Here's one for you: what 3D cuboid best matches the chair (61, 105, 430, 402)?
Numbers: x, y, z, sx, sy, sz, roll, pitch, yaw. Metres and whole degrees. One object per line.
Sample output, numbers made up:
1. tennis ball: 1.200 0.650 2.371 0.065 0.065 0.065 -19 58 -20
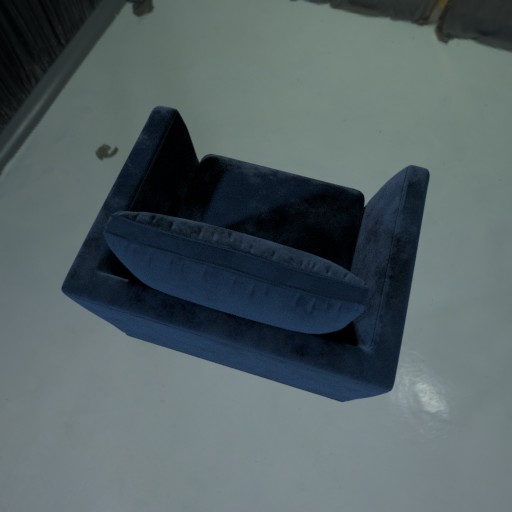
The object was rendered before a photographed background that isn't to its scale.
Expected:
1. chair: 0.000 0.000 1.558 0.977 0.893 0.746 15 66 7
